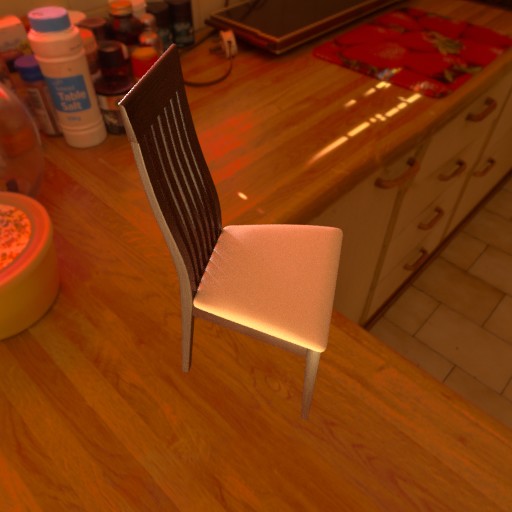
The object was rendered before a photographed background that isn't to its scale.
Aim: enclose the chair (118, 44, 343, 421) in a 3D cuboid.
[{"bbox_3d":[0.000,0.000,1.271,0.474,1.027,0.460,10,48,9],"label":"chair"}]
